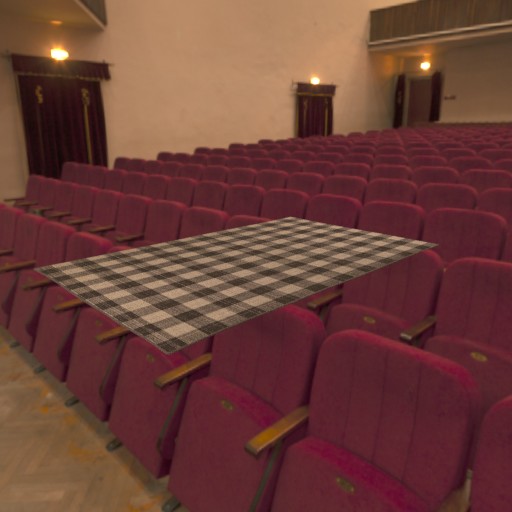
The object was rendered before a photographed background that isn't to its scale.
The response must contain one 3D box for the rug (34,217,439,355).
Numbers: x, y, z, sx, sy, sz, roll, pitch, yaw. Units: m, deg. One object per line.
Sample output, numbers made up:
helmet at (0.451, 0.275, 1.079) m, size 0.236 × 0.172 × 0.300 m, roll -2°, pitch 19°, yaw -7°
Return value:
rug at (0.000, 0.000, 3.128) m, size 2.476 × 0.011 × 1.554 m, roll -15°, pitch 22°, yaw -42°
